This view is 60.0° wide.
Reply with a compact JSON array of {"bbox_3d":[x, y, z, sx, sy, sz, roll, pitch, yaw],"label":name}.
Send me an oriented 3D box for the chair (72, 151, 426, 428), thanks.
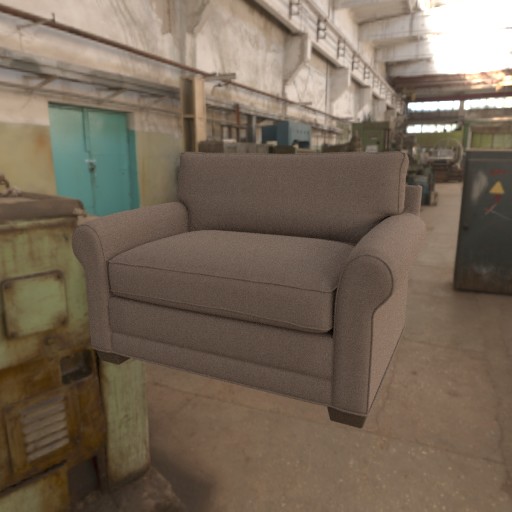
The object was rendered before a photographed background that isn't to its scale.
[{"bbox_3d":[0.000,0.000,2.022,1.390,0.930,0.930,6,14,25],"label":"chair"}]
